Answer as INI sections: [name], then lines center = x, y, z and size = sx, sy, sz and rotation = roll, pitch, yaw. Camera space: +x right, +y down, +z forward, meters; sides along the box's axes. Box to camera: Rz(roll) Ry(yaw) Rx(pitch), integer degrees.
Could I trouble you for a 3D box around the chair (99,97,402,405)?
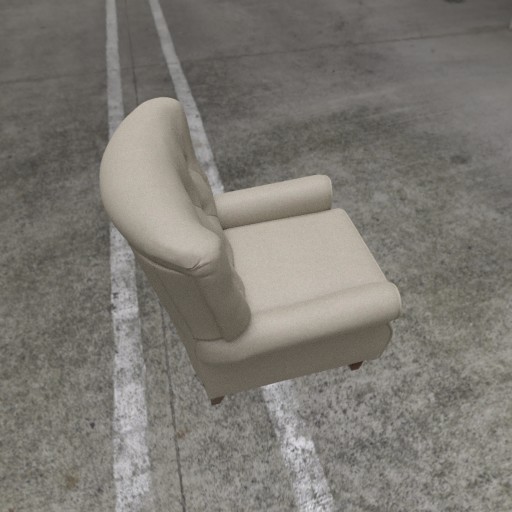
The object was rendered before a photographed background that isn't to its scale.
[chair]
center = 0.000, 0.000, 1.904
size = 1.059, 1.158, 0.943
rotation = -11, 48, -10
